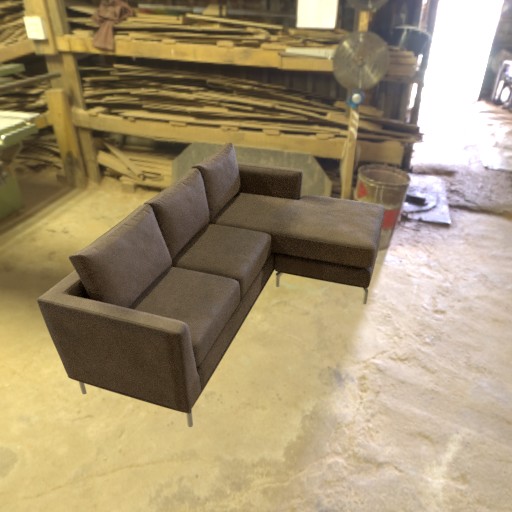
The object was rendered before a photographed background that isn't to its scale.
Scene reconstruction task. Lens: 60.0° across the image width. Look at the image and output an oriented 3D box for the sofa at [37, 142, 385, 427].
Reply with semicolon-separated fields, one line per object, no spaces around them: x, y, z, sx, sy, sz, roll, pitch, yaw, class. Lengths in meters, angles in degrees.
0.000;0.000;3.222;1.622;0.987;2.438;10;32;17;sofa
